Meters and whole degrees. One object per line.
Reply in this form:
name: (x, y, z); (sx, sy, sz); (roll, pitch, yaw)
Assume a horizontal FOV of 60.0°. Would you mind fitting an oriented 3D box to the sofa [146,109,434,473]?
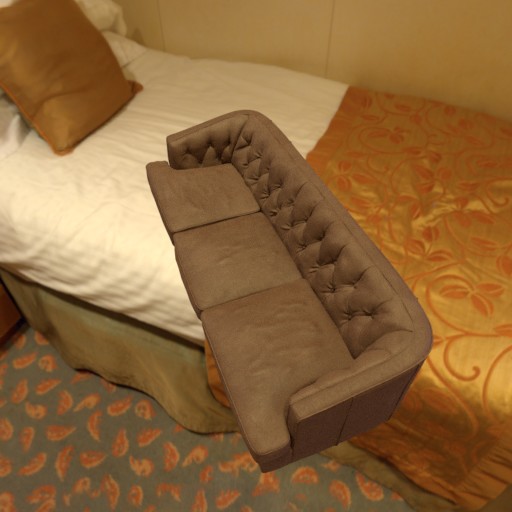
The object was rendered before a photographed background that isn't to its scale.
sofa: (0.000, 0.000, 2.673); (0.927, 0.787, 2.227); (-16, 49, -15)
